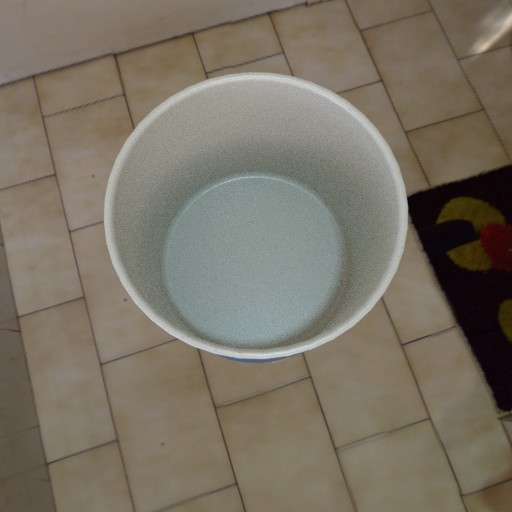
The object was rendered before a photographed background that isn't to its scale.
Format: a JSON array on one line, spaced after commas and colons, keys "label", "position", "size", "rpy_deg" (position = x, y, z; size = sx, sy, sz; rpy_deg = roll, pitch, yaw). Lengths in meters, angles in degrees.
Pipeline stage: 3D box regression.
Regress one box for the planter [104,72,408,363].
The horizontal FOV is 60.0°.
[{"label": "planter", "position": [0.000, 0.000, 0.558], "size": [0.261, 0.367, 0.261], "rpy_deg": [0, 76, 0]}]
